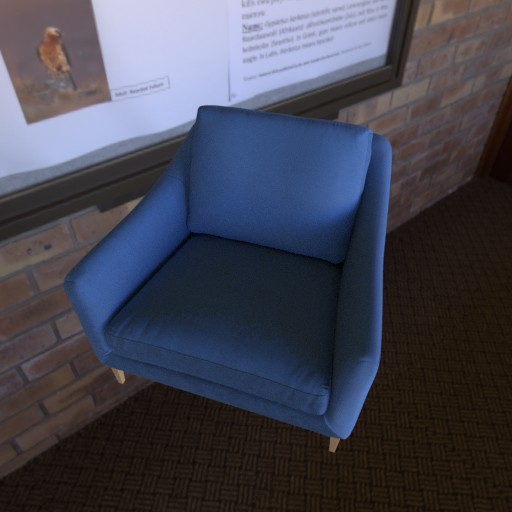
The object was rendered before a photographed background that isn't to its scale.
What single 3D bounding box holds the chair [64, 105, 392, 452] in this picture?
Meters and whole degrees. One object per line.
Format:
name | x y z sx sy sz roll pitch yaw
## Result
chair | 0.000 0.000 1.687 0.987 0.899 0.961 13 43 14
